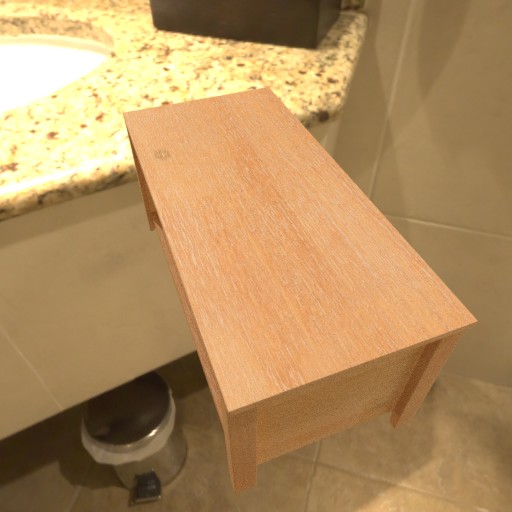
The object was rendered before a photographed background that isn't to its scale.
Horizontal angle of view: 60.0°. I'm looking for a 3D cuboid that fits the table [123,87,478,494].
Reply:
[{"bbox_3d":[0.000,0.000,1.245,0.483,0.457,1.016,-15,48,-14],"label":"table"}]
